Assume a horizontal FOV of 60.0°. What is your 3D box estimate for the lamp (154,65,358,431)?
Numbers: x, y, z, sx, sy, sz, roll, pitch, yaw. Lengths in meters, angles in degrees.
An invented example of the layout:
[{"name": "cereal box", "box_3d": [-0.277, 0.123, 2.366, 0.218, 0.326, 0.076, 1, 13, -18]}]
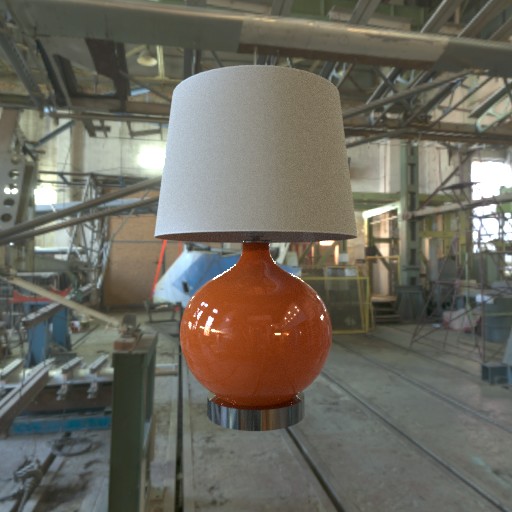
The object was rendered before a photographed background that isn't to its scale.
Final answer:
[{"name": "lamp", "box_3d": [0.000, 0.000, 0.550, 0.247, 0.387, 0.247, 0, -1, 0]}]
